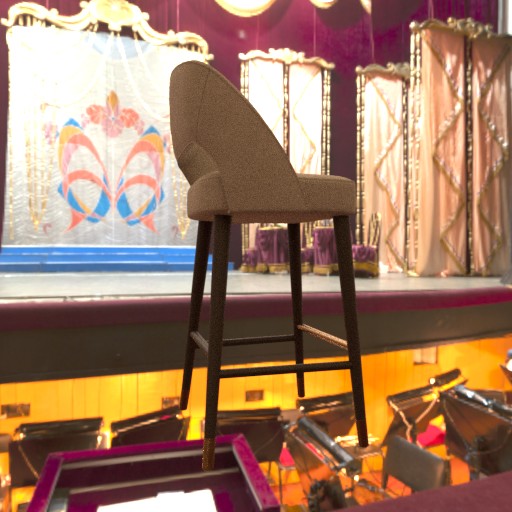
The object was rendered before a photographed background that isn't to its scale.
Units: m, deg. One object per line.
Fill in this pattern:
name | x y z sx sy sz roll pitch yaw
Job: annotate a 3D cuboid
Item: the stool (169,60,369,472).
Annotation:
stool | 0.000 0.000 1.335 0.509 1.037 0.494 0 1 -17
